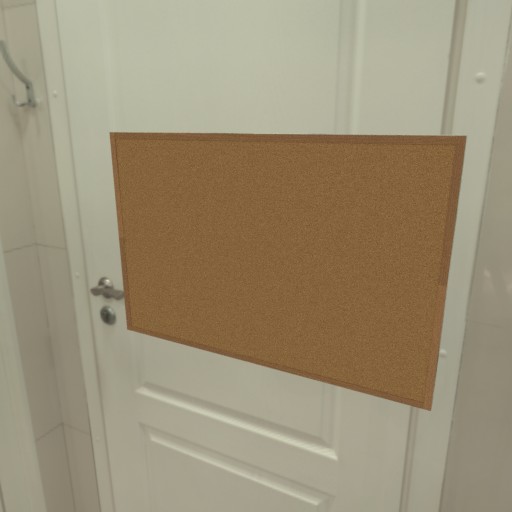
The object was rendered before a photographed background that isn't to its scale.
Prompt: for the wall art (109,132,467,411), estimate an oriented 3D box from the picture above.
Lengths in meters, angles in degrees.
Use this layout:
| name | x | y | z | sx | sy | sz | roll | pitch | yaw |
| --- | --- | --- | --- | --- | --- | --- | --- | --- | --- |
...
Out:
| name | x | y | z | sx | sy | sz | roll | pitch | yaw |
| --- | --- | --- | --- | --- | --- | --- | --- | --- | --- |
| wall art | 0.000 | 0.000 | 1.422 | 1.141 | 0.758 | 0.035 | 8 | 18 | 26 |
